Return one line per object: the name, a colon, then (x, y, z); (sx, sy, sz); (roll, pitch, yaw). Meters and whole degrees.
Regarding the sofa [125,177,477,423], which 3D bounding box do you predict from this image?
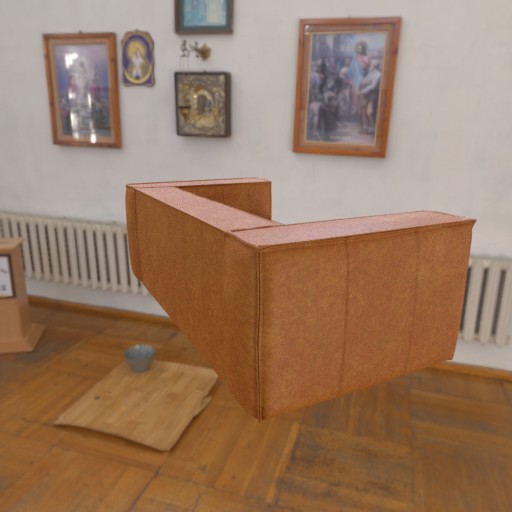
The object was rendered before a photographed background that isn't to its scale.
sofa: (0.000, 0.000, 2.587); (1.102, 0.703, 2.088); (-8, 17, -26)
